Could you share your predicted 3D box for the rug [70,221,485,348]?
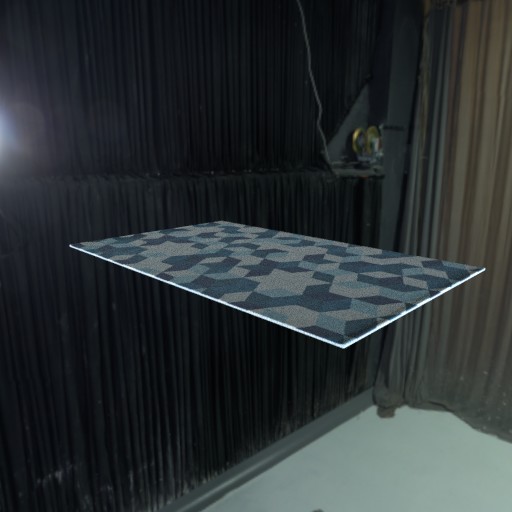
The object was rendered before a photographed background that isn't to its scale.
[{"bbox_3d":[0.000,0.000,3.015,2.438,0.015,1.518,14,20,43],"label":"rug"}]
